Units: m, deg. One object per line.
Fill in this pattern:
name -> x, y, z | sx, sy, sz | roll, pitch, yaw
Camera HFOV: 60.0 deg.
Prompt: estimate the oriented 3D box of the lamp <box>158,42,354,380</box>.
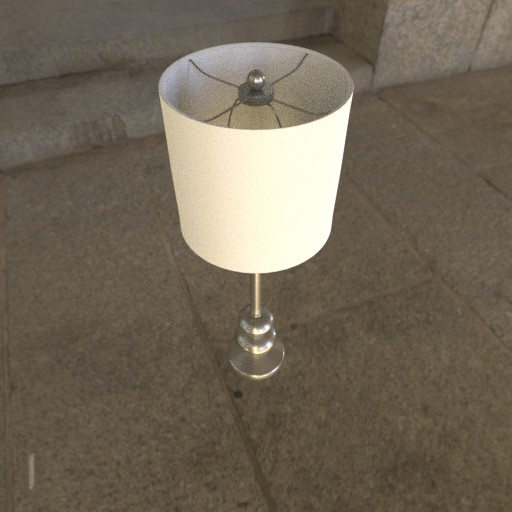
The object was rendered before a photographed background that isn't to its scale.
lamp -> 0.000, 0.000, 0.820 | 0.254, 0.690, 0.254 | 30, 53, 25
